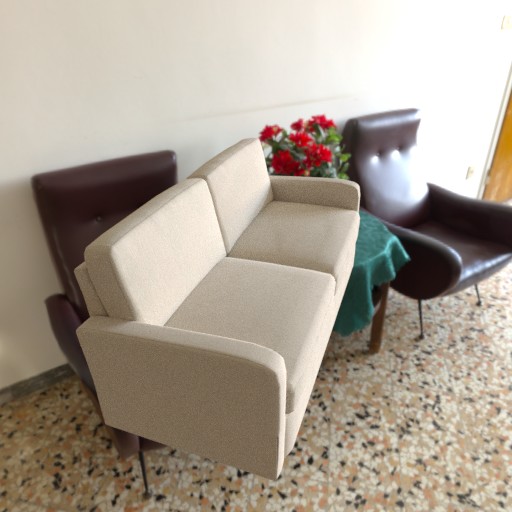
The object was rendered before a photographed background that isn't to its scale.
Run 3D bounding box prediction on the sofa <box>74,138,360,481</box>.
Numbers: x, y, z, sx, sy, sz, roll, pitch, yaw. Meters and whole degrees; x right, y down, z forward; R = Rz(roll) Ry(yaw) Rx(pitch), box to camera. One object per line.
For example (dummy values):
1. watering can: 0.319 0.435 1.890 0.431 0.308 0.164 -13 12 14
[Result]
1. sofa: 0.000 0.000 2.321 0.894 0.831 1.808 10 31 17
